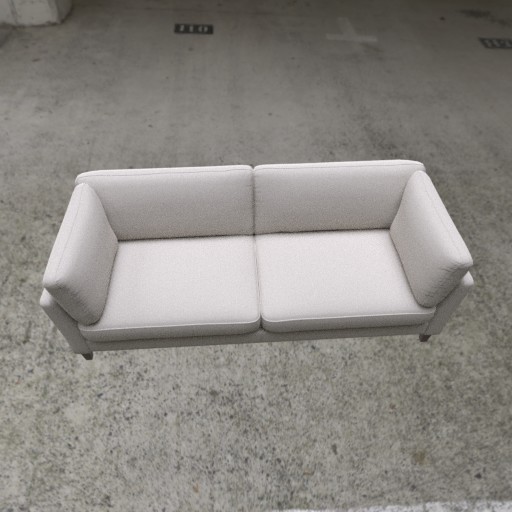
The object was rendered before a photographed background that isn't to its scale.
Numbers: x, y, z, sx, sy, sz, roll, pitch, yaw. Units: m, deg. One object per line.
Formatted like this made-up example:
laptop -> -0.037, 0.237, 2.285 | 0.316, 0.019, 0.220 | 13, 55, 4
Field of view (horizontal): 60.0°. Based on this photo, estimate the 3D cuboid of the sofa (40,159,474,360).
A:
sofa -> 0.000, 0.000, 2.769 | 2.301, 0.863, 0.957 | -3, 48, -2
